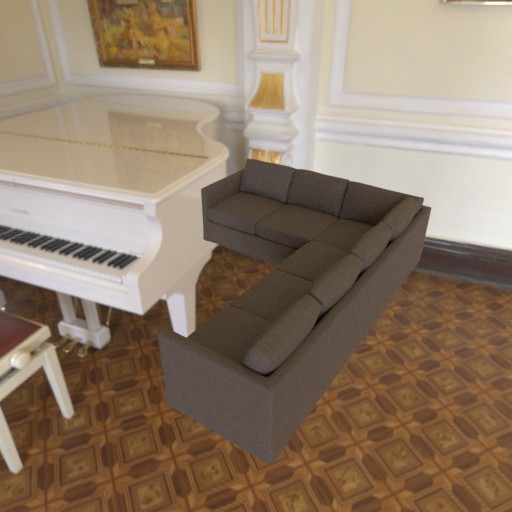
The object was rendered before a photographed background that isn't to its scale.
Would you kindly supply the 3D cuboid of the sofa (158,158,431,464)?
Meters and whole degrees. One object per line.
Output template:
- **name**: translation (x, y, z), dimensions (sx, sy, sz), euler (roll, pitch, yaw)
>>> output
- **sofa**: translation (0.000, 0.000, 4.349), dimensions (2.432, 0.871, 3.182), euler (19, 35, 30)
